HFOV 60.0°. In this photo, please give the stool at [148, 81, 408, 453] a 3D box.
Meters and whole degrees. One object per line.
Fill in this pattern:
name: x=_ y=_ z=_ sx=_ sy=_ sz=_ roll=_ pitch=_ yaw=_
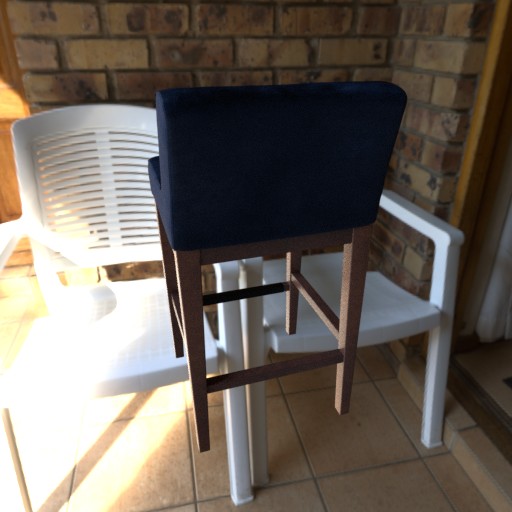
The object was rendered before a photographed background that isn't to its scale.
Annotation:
stool: x=0.000 y=0.000 z=1.245 sx=0.511 sy=0.945 sz=0.516 roll=-8 pitch=28 yaw=-16
